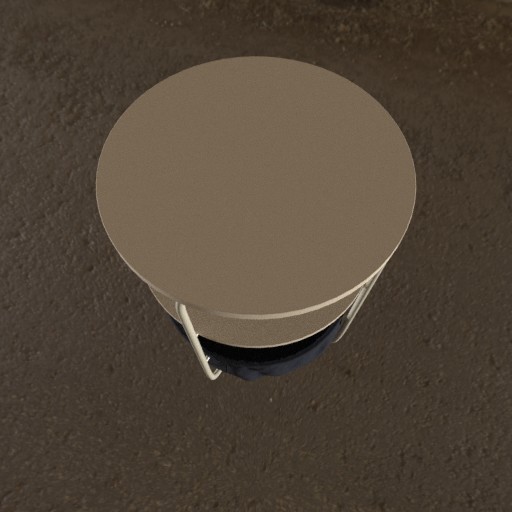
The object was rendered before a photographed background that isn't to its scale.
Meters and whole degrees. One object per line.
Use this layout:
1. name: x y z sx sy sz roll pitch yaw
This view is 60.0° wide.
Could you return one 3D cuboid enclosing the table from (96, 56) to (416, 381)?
1. table: 0.000 0.000 0.824 0.418 0.532 0.418 -15 64 -8
